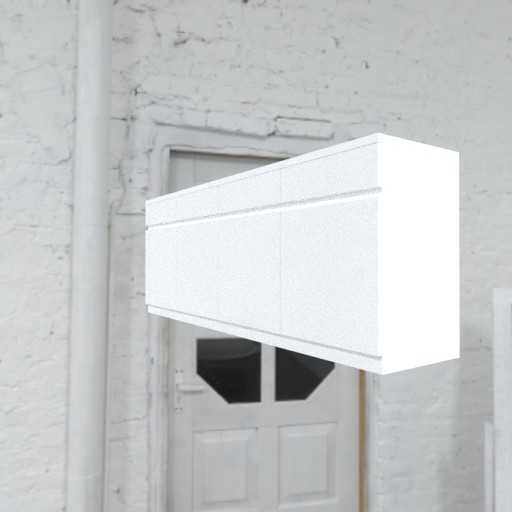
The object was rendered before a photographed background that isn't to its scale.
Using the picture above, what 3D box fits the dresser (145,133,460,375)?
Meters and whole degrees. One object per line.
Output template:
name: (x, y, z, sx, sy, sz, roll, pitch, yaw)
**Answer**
dresser: (0.000, 0.000, 2.576, 0.500, 0.840, 2.200, 0, 0, -35)
